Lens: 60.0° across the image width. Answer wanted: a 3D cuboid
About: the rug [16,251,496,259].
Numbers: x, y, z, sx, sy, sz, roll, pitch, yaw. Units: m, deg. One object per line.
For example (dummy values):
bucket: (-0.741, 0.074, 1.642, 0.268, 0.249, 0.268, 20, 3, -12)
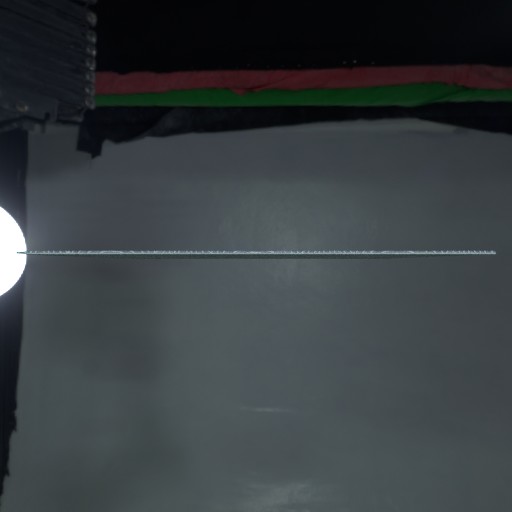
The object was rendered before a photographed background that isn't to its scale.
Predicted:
rug: (0.000, 0.000, 4.022, 3.042, 0.021, 2.456, 0, -1, 0)
